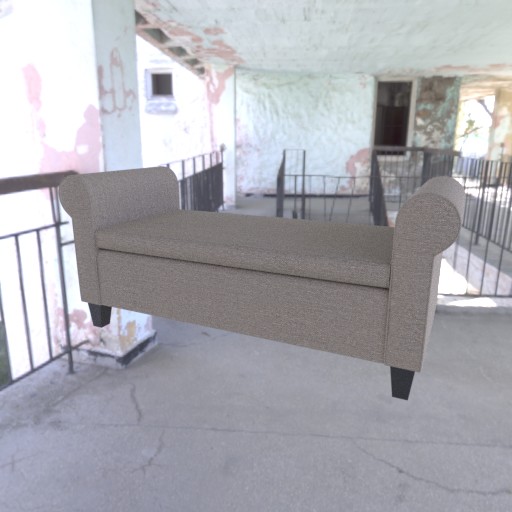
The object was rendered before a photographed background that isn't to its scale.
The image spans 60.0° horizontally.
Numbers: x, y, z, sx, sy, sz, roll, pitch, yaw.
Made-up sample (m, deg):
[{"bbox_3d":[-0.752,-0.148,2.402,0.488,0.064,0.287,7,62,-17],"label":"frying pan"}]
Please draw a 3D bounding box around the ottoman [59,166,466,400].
[{"bbox_3d":[0.000,0.000,1.523,1.256,0.547,0.521,7,17,25],"label":"ottoman"}]
